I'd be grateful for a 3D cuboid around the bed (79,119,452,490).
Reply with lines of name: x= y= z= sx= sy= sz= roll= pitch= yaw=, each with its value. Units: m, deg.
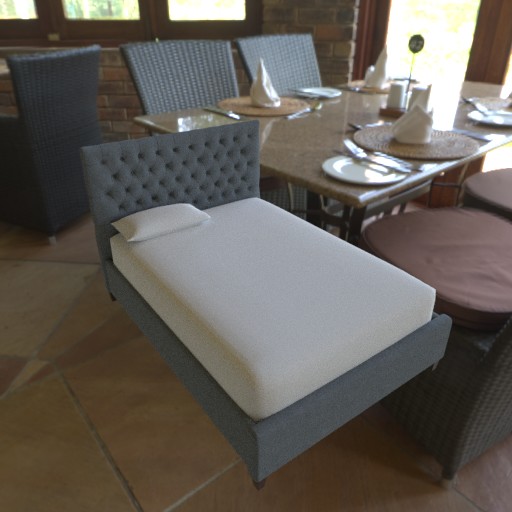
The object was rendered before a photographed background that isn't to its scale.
bed: x=0.000 y=0.000 z=3.328 sx=1.698 sy=1.411 sz=2.335 roll=-19 pitch=35 yaw=-31
